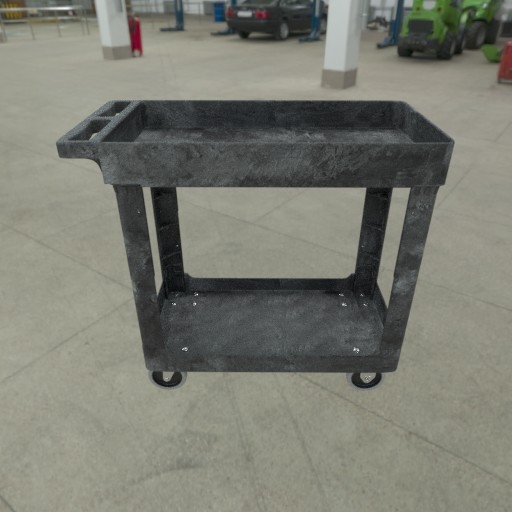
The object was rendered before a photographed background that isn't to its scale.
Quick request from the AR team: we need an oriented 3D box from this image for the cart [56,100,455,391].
[{"bbox_3d":[0.000,0.000,1.345,0.877,0.824,0.420,0,31,0],"label":"cart"}]
